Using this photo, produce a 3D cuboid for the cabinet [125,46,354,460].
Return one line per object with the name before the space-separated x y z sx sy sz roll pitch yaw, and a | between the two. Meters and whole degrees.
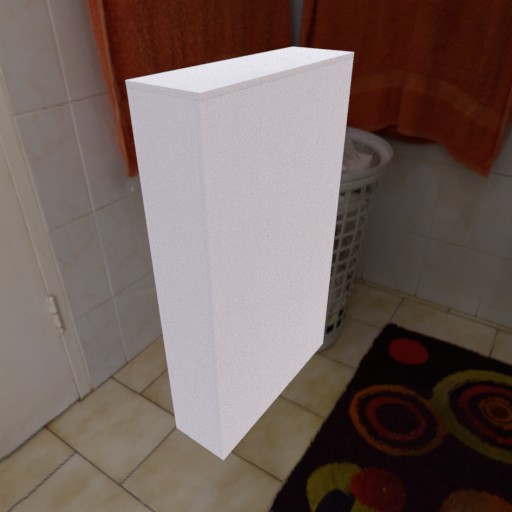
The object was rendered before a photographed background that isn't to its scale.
cabinet | 0.000 0.000 1.590 0.250 1.280 0.750 21 38 30
